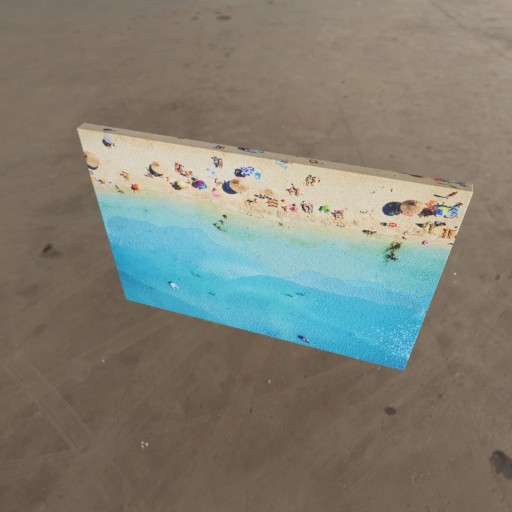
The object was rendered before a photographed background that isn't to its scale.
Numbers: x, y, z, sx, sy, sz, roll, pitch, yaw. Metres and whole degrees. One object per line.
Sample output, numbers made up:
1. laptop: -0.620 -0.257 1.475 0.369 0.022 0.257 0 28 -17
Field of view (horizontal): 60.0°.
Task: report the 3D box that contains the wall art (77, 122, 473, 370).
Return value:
1. wall art: 0.000 0.000 1.490 1.136 0.769 0.040 12 43 13
